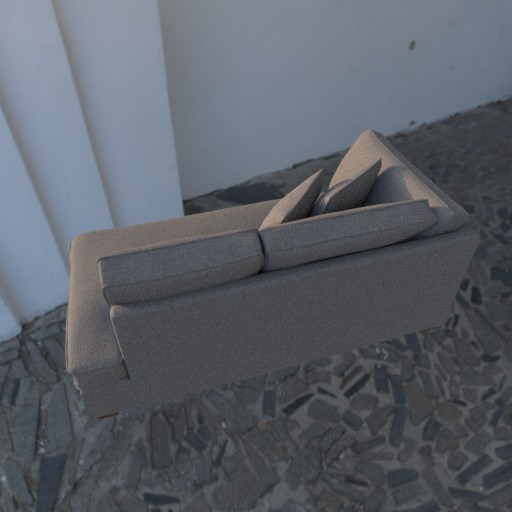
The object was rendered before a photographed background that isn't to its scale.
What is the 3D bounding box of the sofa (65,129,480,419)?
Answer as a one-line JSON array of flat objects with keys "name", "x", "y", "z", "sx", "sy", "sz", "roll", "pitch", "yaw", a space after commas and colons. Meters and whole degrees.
[{"name": "sofa", "x": 0.000, "y": 0.000, "z": 2.733, "sx": 2.237, "sy": 1.033, "sz": 1.110, "roll": -12, "pitch": 43, "yaw": -13}]
